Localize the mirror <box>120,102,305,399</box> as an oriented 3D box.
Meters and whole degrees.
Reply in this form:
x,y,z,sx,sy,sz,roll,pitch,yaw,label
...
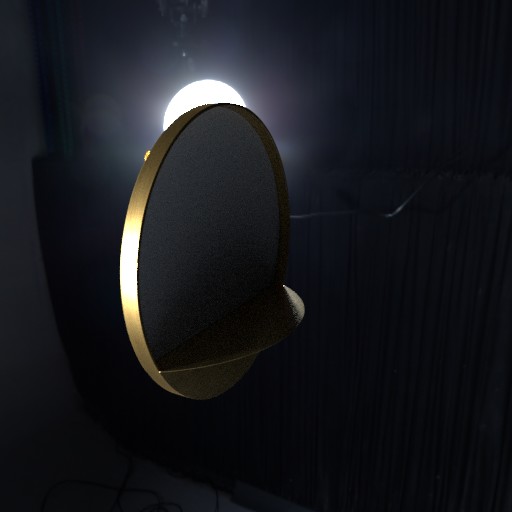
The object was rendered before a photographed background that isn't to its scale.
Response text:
x,y,z,sx,sy,sz,roll,pitch,yaw,label
0.000,0.000,0.692,0.133,0.457,0.457,7,16,26,mirror
